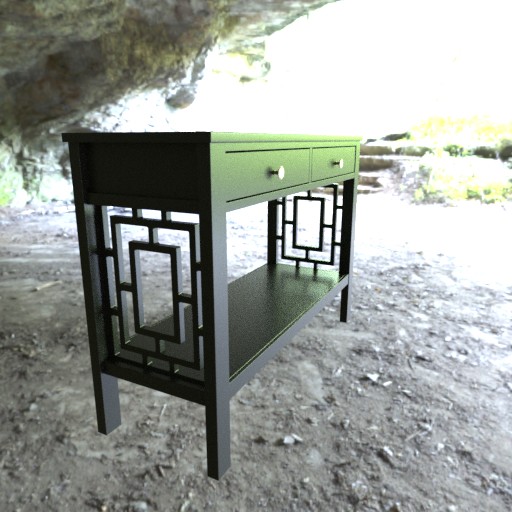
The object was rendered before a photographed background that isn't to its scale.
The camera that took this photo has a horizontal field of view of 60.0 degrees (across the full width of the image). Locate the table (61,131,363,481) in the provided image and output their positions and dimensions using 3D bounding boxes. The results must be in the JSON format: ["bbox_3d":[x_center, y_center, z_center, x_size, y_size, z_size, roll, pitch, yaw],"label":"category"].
[{"bbox_3d":[0.000,0.000,1.425,0.397,0.753,1.068,8,17,27],"label":"table"}]
